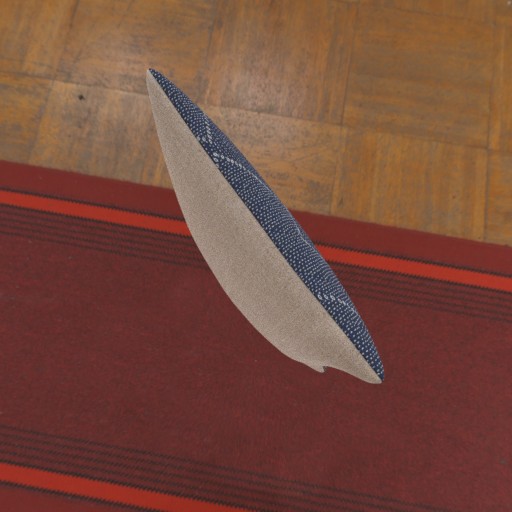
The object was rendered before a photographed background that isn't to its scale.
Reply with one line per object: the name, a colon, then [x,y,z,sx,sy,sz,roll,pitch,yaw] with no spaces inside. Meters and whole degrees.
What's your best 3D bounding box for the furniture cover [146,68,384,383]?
furniture cover: [0.000,0.000,0.795,0.162,0.503,0.511,-35,79,-8]
